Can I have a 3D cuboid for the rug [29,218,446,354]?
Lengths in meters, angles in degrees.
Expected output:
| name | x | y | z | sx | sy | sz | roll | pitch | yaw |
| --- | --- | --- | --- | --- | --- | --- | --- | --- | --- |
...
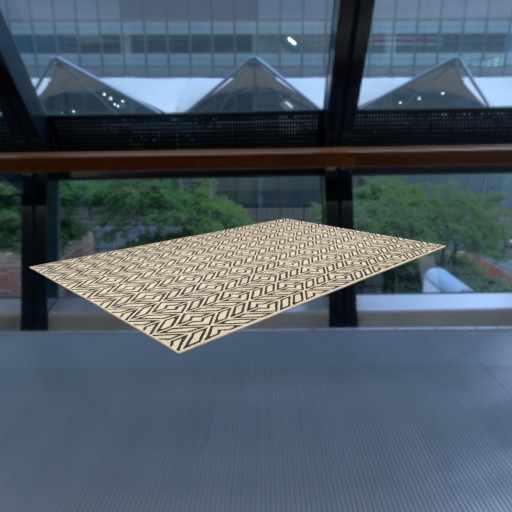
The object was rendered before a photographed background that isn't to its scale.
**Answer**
| name | x | y | z | sx | sy | sz | roll | pitch | yaw |
| --- | --- | --- | --- | --- | --- | --- | --- | --- | --- |
| rug | 0.000 | 0.000 | 2.310 | 1.828 | 0.007 | 1.220 | -14 | 21 | -43 |
